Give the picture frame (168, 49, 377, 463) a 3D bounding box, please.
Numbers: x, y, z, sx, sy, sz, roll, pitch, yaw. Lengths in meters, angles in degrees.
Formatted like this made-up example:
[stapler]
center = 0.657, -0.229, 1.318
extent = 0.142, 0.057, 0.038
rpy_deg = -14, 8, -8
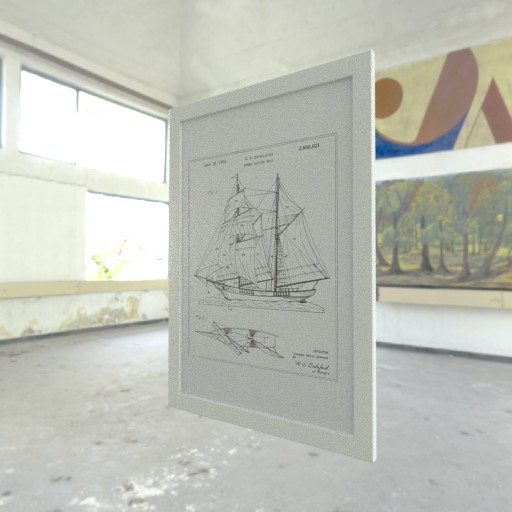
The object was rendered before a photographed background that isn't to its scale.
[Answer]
[picture frame]
center = 0.000, 0.000, 0.687
extent = 0.381, 0.534, 0.012
rpy_deg = -1, -1, 36
